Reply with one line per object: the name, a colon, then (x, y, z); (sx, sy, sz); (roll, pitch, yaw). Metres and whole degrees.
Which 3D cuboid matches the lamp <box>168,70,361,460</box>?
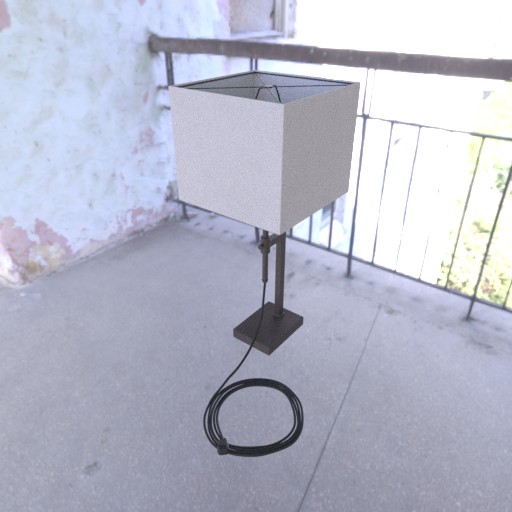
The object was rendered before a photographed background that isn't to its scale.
lamp: (0.000, 0.000, 0.956); (0.399, 0.660, 0.504); (22, 37, 32)
